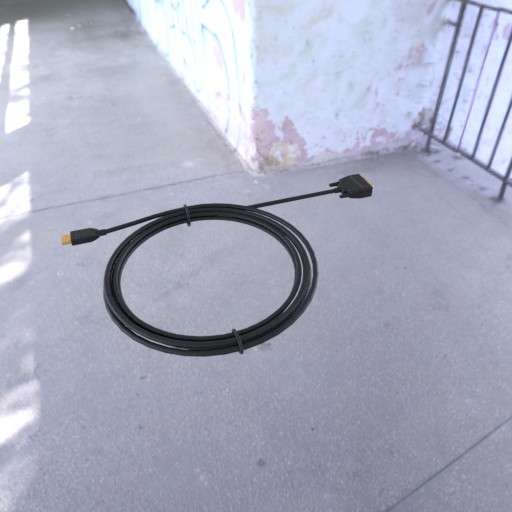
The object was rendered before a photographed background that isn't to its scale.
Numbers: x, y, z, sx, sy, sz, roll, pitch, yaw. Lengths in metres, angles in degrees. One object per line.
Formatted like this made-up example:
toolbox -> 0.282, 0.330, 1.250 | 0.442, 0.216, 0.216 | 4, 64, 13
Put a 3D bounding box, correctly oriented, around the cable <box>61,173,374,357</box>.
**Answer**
cable -> 0.000, 0.000, 0.512 | 0.422, 0.030, 0.257 | -13, 42, -15
